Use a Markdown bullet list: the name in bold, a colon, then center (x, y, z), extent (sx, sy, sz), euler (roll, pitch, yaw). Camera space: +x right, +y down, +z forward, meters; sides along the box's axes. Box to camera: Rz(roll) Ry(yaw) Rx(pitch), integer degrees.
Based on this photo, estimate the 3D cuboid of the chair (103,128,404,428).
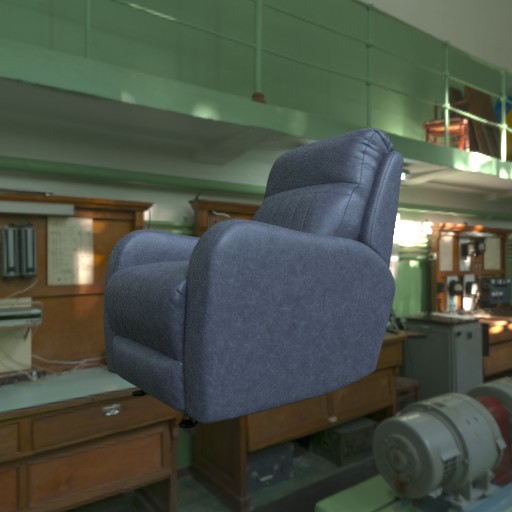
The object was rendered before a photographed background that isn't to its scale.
- **chair**: center (0.000, 0.000, 1.820), extent (1.067, 1.067, 0.865), euler (0, 0, -37)
